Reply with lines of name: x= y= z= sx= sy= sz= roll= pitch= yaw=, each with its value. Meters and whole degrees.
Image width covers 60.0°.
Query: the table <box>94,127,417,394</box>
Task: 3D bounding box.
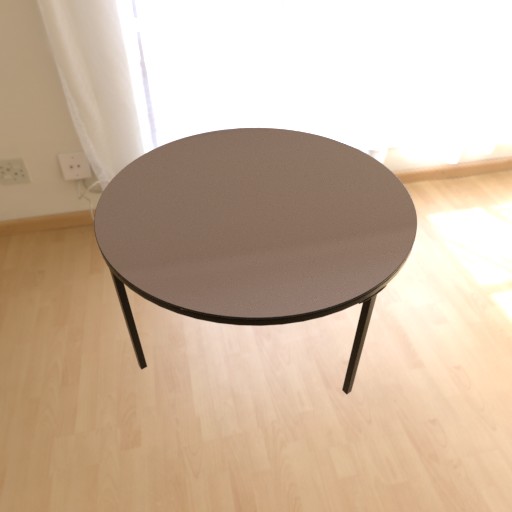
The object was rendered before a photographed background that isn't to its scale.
table: x=0.000 y=0.000 z=1.267 sx=0.800 sy=0.400 sz=0.800 roll=0 pitch=42 yaw=0
